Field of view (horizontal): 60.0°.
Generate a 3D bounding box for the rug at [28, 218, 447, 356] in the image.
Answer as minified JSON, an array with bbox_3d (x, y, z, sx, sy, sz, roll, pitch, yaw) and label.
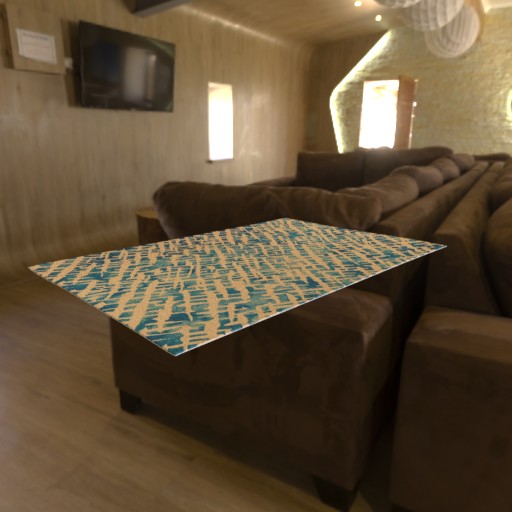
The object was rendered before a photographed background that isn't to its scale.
[{"bbox_3d":[0.000,0.000,2.293,1.830,0.011,1.209,-15,21,-42],"label":"rug"}]
